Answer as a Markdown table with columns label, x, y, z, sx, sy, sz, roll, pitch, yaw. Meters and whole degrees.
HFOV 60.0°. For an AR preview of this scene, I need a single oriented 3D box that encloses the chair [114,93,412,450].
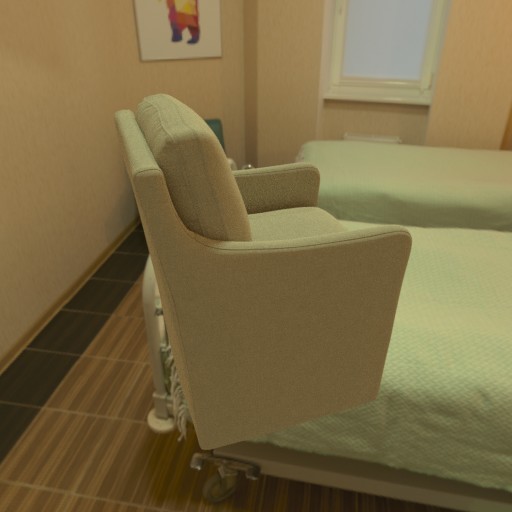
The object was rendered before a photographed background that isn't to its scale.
| label | x | y | z | sx | sy | sz | roll | pitch | yaw |
| --- | --- | --- | --- | --- | --- | --- | --- | --- | --- |
| chair | 0.000 | 0.000 | 1.369 | 0.694 | 0.914 | 0.626 | -10 | 31 | -17 |
